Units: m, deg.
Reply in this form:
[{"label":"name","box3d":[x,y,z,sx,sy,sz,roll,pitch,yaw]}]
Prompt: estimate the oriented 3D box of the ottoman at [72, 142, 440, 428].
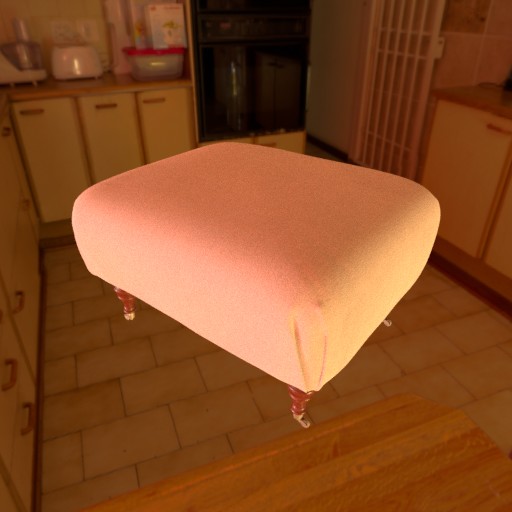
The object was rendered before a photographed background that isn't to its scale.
[{"label":"ottoman","box3d":[0.000,0.000,1.146,0.746,0.450,0.622,21,37,32]}]
